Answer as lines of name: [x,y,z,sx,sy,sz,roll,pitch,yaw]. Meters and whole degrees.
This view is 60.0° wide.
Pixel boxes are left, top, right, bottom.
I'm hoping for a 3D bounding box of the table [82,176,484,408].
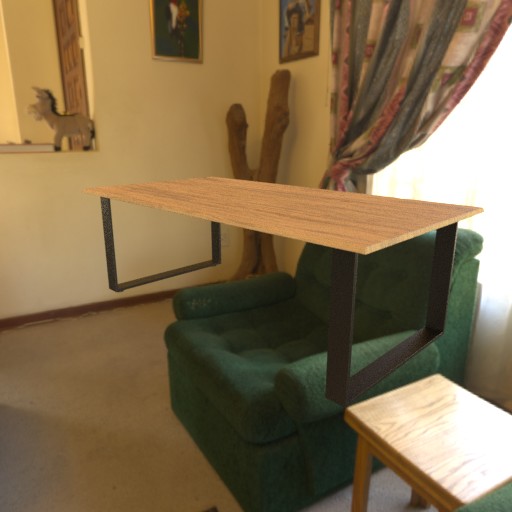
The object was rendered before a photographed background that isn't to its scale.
table: [0.000,0.000,1.662,1.331,0.445,0.693,15,22,43]
